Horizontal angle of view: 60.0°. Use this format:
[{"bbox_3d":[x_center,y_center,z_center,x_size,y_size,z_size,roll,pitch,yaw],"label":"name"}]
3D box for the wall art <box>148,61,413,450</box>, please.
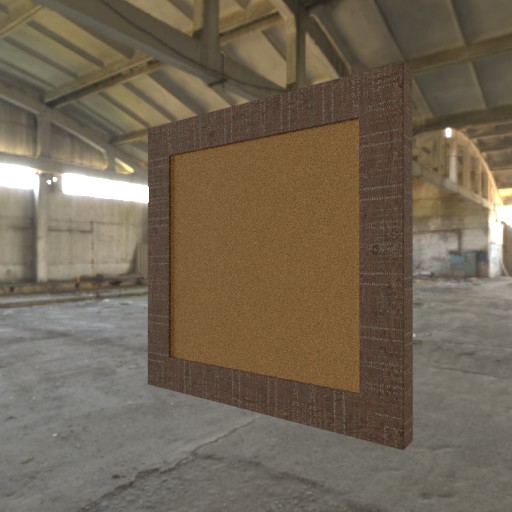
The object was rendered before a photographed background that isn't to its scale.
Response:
[{"bbox_3d":[0.000,0.000,0.779,0.531,0.531,0.040,0,0,37],"label":"wall art"}]
